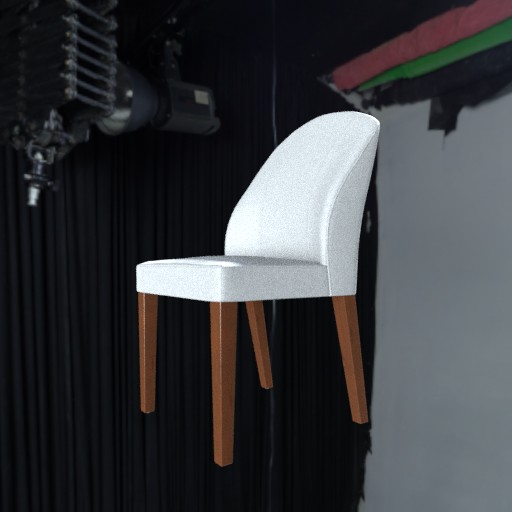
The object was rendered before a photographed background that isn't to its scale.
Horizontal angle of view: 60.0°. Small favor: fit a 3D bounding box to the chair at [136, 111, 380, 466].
[{"bbox_3d":[0.000,0.000,1.245,0.540,0.893,0.472,1,-1,-36],"label":"chair"}]
